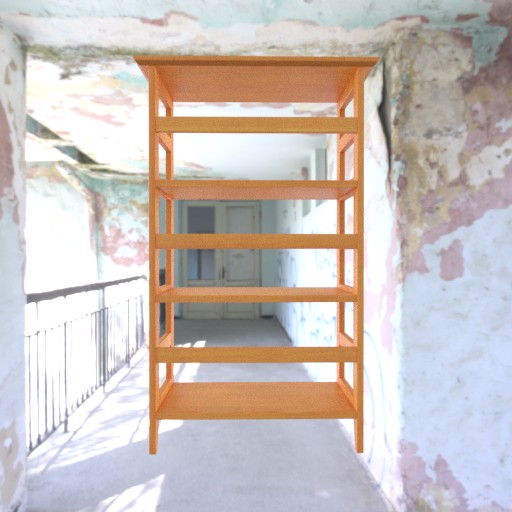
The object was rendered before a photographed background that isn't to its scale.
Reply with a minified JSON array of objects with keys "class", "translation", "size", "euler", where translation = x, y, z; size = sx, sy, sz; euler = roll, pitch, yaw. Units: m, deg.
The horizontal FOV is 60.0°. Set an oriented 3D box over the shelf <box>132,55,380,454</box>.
[{"class":"shelf","translation":[0.000,0.000,1.336],"size":[0.660,1.067,0.305],"euler":[0,0,-1]}]
